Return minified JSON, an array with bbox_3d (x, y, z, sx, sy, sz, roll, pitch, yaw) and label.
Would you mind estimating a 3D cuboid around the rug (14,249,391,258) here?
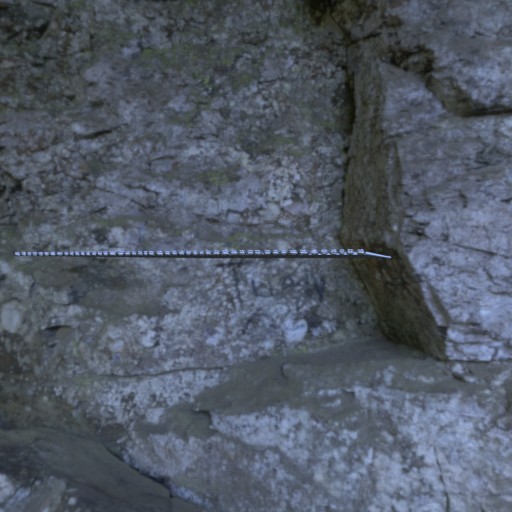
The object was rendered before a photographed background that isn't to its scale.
[{"bbox_3d":[0.000,0.000,2.906,1.613,0.017,2.312,0,-1,19],"label":"rug"}]
